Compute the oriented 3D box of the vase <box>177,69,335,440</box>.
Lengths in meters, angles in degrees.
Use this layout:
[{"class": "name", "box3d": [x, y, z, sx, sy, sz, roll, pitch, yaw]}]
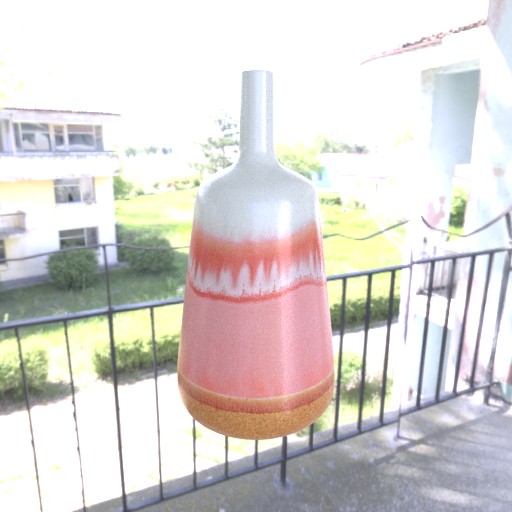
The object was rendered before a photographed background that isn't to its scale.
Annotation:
[{"class": "vase", "box3d": [0.000, 0.000, 0.383, 0.144, 0.296, 0.144, 0, 15, 0]}]
